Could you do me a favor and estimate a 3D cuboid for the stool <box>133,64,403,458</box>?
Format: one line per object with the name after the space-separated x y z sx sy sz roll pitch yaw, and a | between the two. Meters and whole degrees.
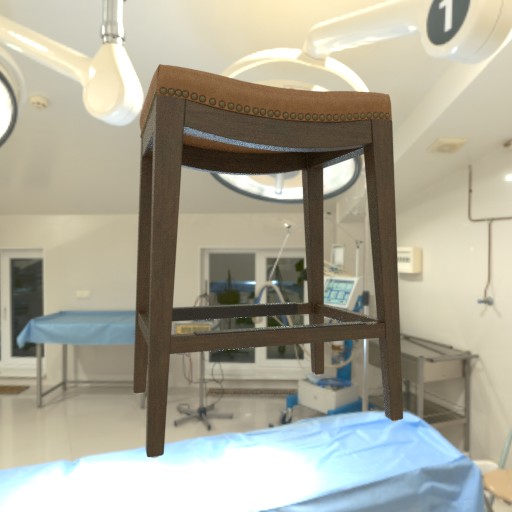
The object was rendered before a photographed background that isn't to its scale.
0.000 0.000 0.969 0.500 0.660 0.361 0 1 -19 | stool
